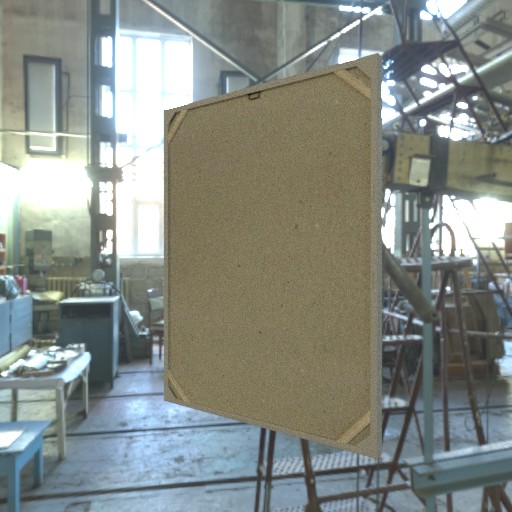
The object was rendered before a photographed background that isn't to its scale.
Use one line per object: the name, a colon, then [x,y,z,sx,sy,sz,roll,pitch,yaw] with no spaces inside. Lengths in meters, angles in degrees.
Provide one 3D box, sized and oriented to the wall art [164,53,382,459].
wall art: [0.000,0.000,1.599,0.914,1.212,0.038,0,0,35]
